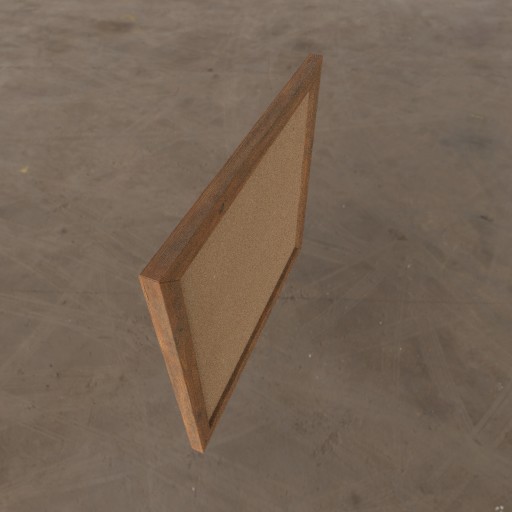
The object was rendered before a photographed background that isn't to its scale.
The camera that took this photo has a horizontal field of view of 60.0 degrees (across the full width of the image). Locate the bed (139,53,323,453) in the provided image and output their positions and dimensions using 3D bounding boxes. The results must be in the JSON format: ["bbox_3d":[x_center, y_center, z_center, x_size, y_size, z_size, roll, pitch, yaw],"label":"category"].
[{"bbox_3d":[0.000,0.000,1.504,0.046,0.942,1.046,17,50,15],"label":"bed"}]
